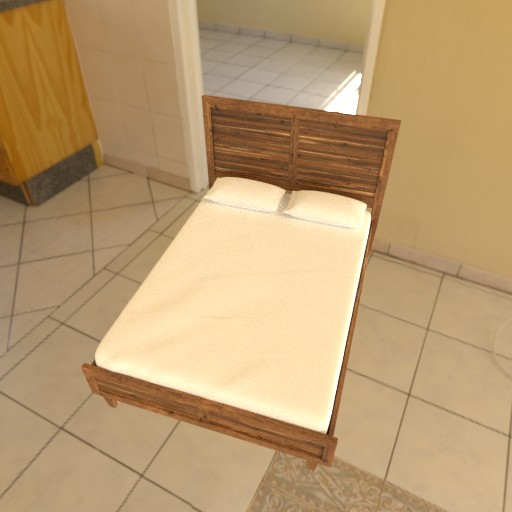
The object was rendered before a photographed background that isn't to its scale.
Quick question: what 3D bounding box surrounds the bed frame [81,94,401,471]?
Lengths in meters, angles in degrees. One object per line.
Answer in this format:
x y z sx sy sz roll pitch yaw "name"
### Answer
0.000 0.000 3.370 1.696 1.417 2.276 12 43 13 "bed frame"
